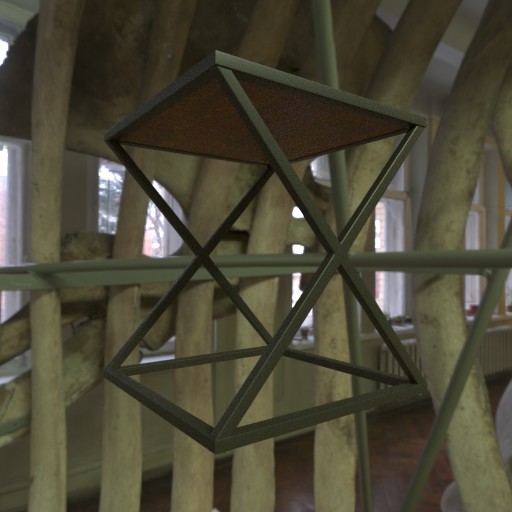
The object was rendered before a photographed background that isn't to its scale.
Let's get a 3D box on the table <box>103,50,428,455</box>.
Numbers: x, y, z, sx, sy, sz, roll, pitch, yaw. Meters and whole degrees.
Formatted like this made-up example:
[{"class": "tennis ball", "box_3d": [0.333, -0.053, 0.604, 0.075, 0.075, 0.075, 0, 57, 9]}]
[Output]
[{"class": "table", "box_3d": [0.000, 0.000, 0.959, 0.500, 0.565, 0.500, 0, -1, -36]}]
